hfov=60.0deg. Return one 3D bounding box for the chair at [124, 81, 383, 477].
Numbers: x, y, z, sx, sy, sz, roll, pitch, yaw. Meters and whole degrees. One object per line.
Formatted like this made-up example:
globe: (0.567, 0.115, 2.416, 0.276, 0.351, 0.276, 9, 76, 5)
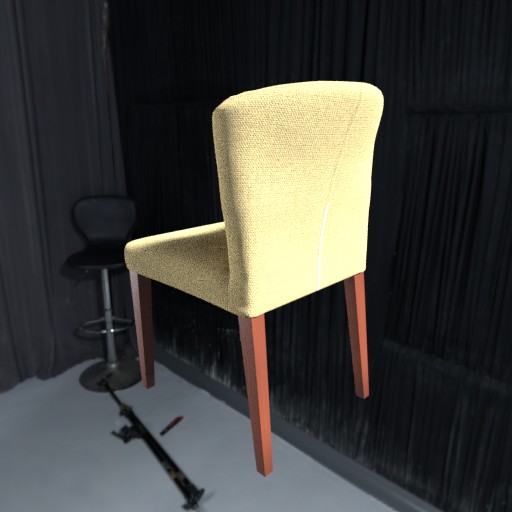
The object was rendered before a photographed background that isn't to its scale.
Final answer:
chair: (0.000, 0.000, 1.187, 0.589, 0.839, 0.491, 16, 23, 42)
